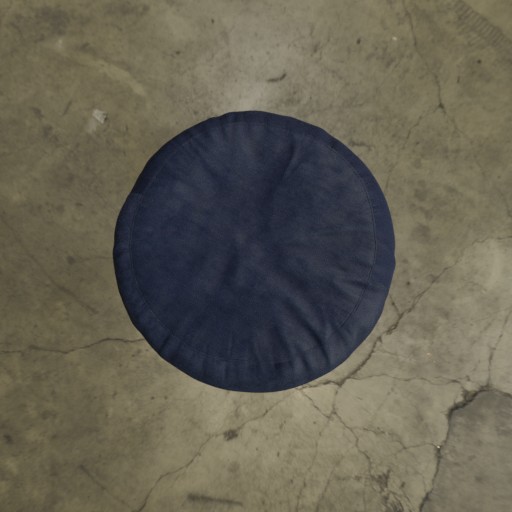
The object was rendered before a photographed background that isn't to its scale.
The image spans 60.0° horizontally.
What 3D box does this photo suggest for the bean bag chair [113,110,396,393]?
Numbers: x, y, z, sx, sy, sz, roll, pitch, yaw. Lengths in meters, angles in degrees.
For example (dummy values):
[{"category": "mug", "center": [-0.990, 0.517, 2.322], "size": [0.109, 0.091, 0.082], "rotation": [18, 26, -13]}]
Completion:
[{"category": "bean bag chair", "center": [0.000, 0.000, 2.074], "size": [1.219, 0.762, 1.219], "rotation": [0, 76, 0]}]
